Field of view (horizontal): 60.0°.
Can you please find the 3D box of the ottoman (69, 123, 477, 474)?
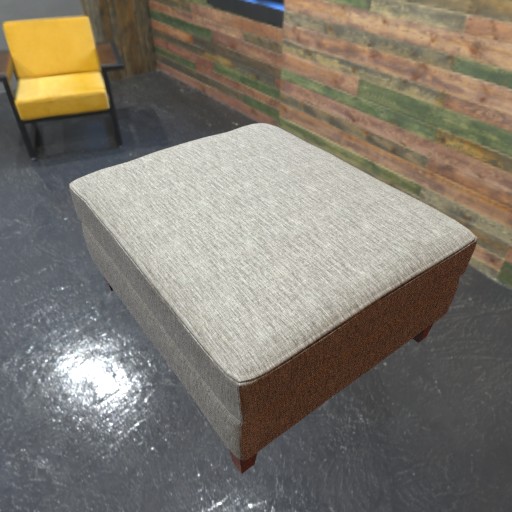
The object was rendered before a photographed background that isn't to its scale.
[{"bbox_3d":[0.000,0.000,1.451,0.839,0.492,0.994,-26,46,-27],"label":"ottoman"}]
